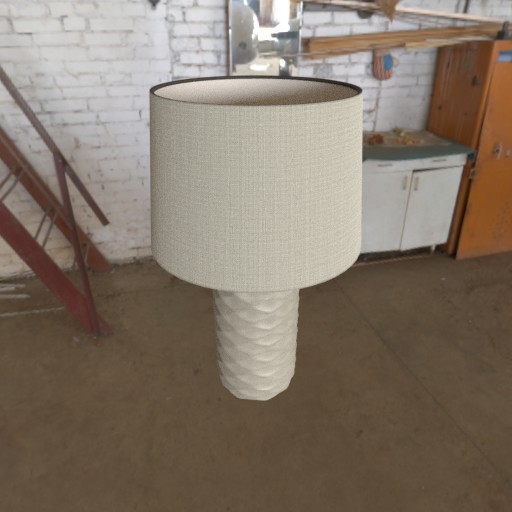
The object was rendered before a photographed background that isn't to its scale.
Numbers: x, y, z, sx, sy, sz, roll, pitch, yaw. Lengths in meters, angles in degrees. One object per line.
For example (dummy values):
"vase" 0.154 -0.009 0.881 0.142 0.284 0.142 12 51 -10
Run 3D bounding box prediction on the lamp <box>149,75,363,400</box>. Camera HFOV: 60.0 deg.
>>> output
"lamp" 0.000 0.000 0.828 0.376 0.594 0.376 0 28 0
